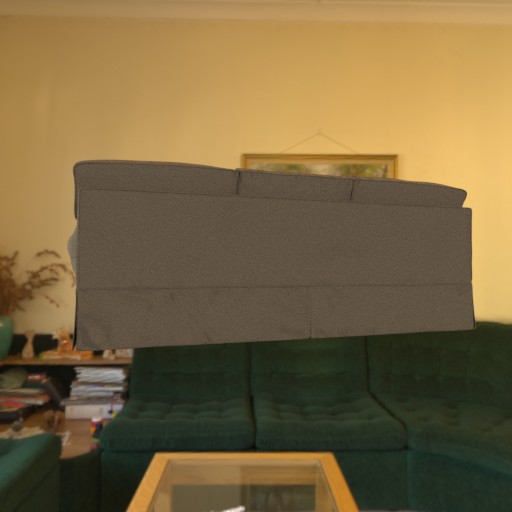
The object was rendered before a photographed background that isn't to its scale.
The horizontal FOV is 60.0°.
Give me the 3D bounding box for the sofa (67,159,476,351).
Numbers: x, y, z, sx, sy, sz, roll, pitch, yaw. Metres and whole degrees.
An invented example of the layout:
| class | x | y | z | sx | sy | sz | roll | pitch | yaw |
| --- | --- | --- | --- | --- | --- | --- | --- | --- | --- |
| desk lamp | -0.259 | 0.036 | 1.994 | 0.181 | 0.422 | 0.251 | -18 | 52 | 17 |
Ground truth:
| class | x | y | z | sx | sy | sz | roll | pitch | yaw |
| --- | --- | --- | --- | --- | --- | --- | --- | --- | --- |
| sofa | 0.000 | 0.000 | 3.289 | 2.475 | 0.978 | 1.733 | 0 | -2 | -18 |
